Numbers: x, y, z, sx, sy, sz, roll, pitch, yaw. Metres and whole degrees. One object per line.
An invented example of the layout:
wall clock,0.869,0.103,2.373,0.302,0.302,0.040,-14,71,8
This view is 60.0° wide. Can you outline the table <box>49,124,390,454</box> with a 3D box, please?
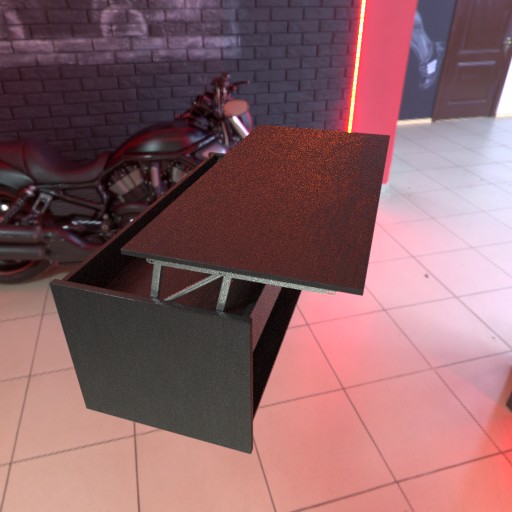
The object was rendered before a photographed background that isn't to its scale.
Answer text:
table,0.000,0.000,1.439,0.712,0.570,1.000,9,33,15
